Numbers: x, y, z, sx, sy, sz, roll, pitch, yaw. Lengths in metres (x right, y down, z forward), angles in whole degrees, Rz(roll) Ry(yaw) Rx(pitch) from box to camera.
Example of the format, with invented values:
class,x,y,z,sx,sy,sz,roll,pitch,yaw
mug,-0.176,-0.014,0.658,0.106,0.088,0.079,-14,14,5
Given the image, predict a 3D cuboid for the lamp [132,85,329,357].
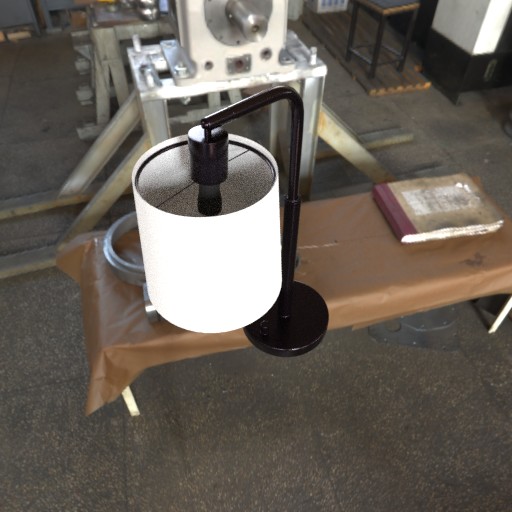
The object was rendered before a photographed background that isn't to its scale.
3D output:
class,x,y,z,sx,sy,sz,roll,pitch,yaw
lamp,0.000,0.000,0.630,0.171,0.489,0.333,32,54,27
